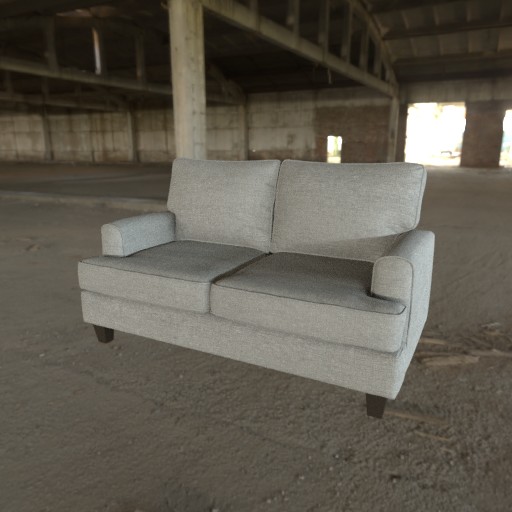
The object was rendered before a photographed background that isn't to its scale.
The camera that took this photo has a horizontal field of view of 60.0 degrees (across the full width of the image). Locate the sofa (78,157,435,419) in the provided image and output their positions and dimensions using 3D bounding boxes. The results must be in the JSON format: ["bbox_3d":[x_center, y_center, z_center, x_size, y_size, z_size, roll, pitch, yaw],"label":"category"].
[{"bbox_3d":[0.000,0.000,2.301,1.651,0.965,0.965,7,16,26],"label":"sofa"}]
